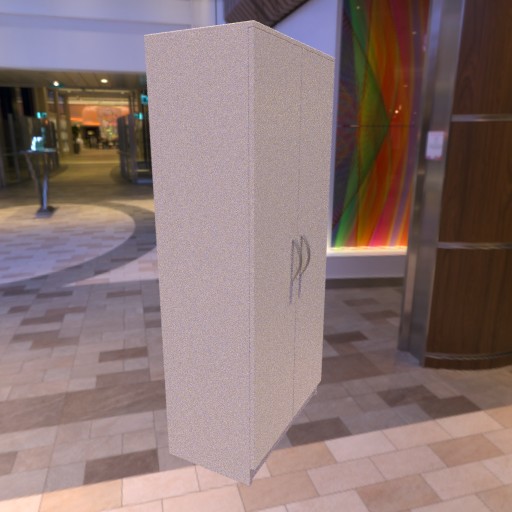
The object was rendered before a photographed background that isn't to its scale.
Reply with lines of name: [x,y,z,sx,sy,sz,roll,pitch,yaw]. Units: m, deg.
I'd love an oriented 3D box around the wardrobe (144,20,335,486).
wardrobe: [0.000,0.000,1.968,0.470,1.700,0.760,8,17,27]
